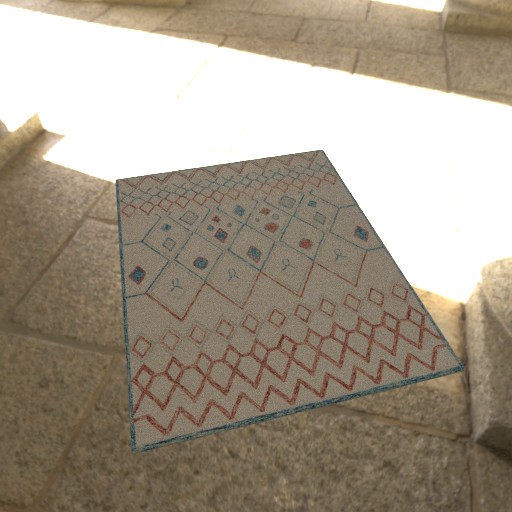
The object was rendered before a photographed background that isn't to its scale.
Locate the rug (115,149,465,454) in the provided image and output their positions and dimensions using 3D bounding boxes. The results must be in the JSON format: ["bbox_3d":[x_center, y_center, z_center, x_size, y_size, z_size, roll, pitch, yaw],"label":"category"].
[{"bbox_3d":[0.000,0.000,4.102,2.441,0.016,3.050,-10,47,-10],"label":"rug"}]
